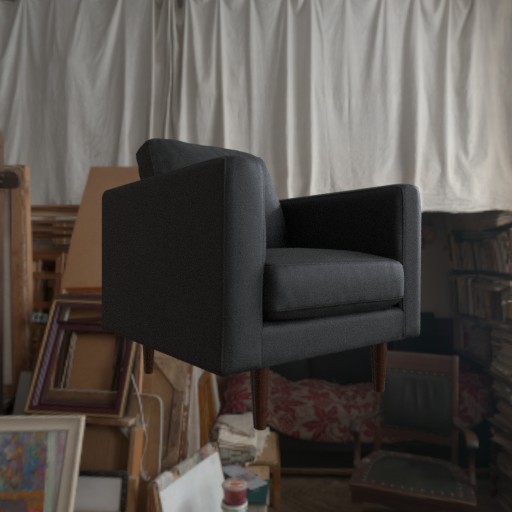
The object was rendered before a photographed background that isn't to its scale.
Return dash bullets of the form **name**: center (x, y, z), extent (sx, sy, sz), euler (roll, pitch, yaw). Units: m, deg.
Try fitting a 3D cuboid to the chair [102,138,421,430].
- **chair**: center (0.000, 0.000, 1.587), extent (0.831, 0.898, 0.879), euler (0, 0, -38)
